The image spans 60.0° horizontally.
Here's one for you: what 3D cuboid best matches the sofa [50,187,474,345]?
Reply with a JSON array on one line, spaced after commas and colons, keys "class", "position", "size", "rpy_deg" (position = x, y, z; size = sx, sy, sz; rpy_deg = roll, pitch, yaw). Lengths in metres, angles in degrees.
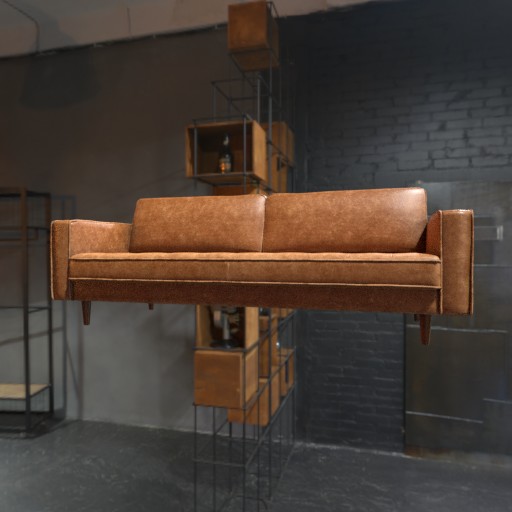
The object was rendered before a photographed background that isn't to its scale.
[{"class": "sofa", "position": [0.000, 0.000, 2.565], "size": [2.199, 0.779, 0.886], "rpy_deg": [0, 1, 17]}]
